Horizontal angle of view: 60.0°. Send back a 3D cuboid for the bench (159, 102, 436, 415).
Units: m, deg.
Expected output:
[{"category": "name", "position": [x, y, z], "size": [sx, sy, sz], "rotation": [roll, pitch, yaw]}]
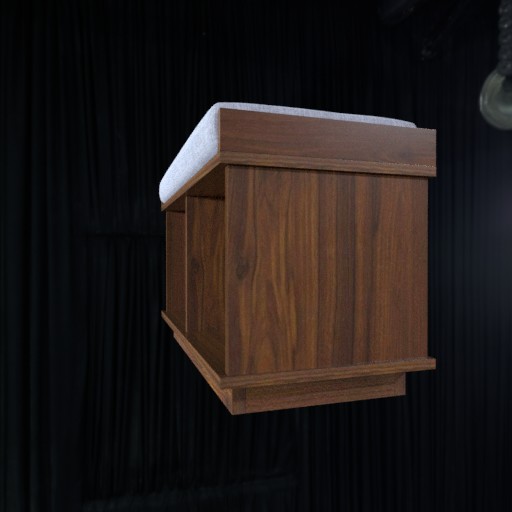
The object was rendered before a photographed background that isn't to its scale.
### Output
[{"category": "bench", "position": [0.000, 0.000, 0.996], "size": [0.362, 0.461, 0.734], "rotation": [0, 0, -18]}]
